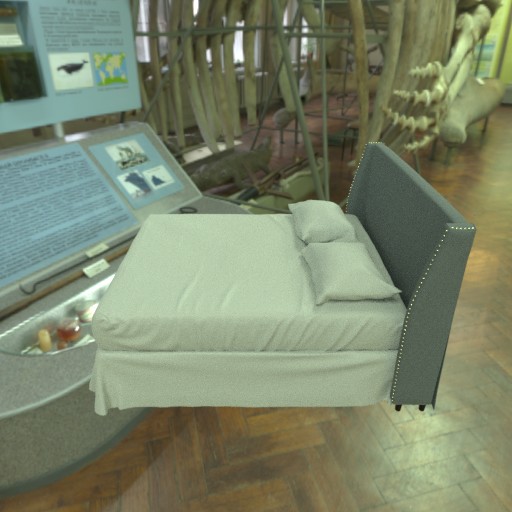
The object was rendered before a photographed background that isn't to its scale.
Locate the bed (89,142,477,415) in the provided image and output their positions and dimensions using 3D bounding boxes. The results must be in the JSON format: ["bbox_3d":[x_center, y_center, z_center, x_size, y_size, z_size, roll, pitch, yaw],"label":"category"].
[{"bbox_3d":[0.000,0.000,3.384,2.276,1.332,1.925,0,27,0],"label":"bed"}]
